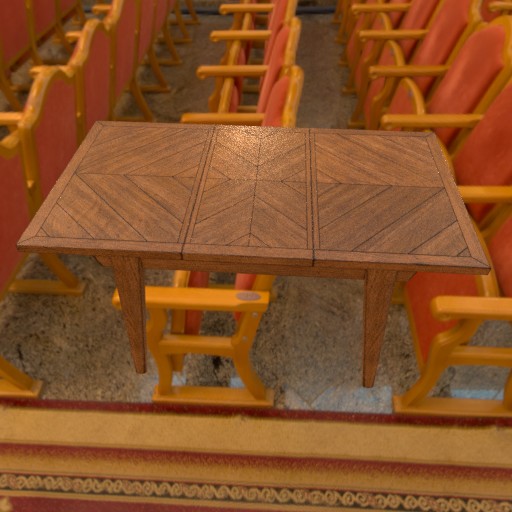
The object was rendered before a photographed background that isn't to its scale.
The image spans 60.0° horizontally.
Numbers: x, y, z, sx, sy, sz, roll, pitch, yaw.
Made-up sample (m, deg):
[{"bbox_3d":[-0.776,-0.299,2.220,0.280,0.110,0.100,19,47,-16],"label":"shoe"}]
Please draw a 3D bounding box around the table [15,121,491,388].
[{"bbox_3d":[0.000,0.000,1.834,1.400,0.760,0.757,3,45,3],"label":"table"}]
